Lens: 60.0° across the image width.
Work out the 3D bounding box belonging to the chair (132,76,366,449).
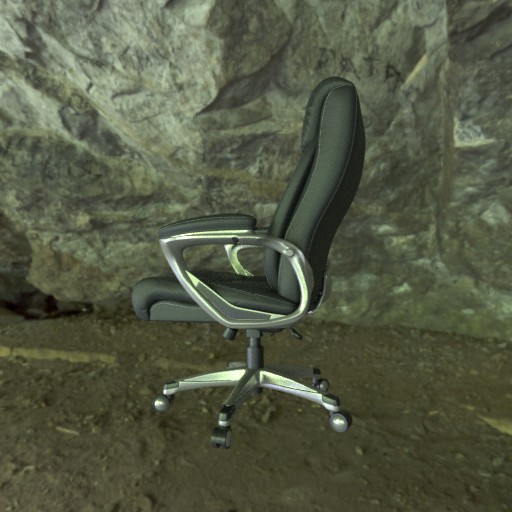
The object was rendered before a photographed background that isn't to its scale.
[{"bbox_3d":[0.000,0.000,1.672,0.784,1.167,0.741,0,0,17],"label":"chair"}]
